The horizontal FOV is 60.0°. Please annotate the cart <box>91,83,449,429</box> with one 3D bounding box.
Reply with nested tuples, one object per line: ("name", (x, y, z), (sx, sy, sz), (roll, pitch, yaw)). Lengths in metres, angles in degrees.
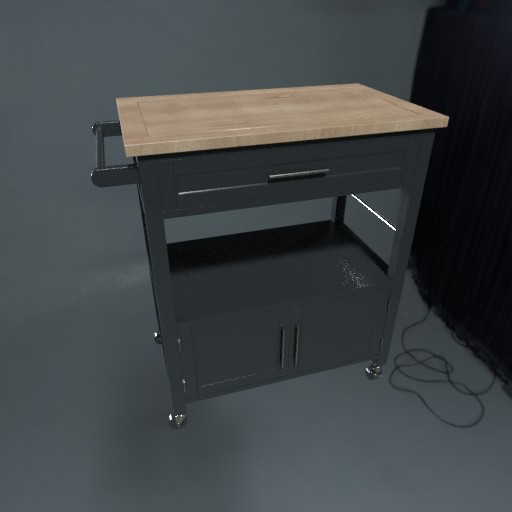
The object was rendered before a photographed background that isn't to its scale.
("cart", (0.000, 0.000, 1.386), (0.840, 0.901, 0.459), (-9, 32, -15))
